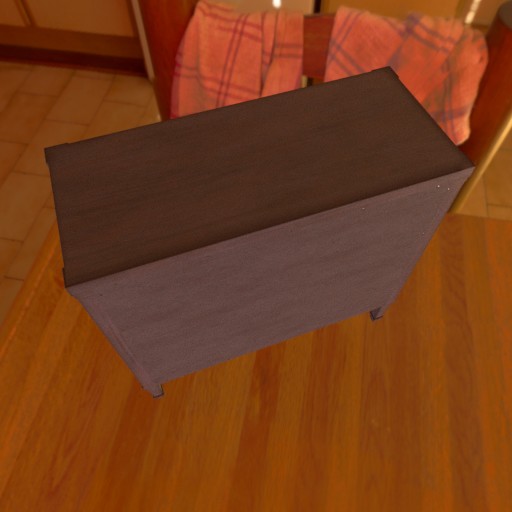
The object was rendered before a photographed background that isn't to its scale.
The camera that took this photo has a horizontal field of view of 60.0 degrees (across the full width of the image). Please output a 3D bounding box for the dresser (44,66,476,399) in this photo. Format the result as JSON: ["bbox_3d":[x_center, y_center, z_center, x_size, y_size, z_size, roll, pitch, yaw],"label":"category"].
[{"bbox_3d":[0.000,0.000,1.587,1.049,0.986,0.463,-17,59,-11],"label":"dresser"}]
